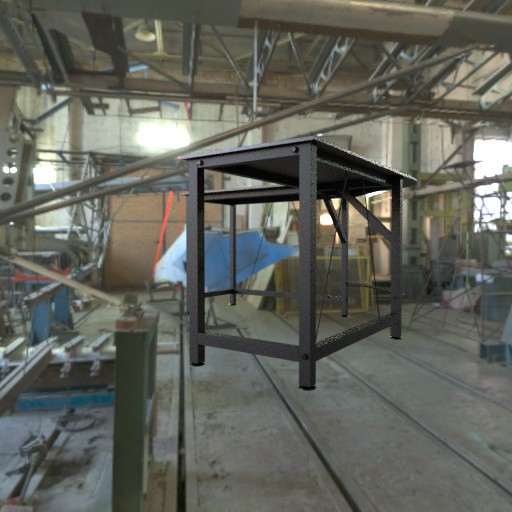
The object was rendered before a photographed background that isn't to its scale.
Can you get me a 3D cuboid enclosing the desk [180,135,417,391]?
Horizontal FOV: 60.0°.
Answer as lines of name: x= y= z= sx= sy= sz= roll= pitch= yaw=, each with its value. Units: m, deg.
desk: x=0.000 y=0.000 z=2.277 sx=1.400 sy=0.762 sz=1.400 roll=1 pitch=2 yaw=35
